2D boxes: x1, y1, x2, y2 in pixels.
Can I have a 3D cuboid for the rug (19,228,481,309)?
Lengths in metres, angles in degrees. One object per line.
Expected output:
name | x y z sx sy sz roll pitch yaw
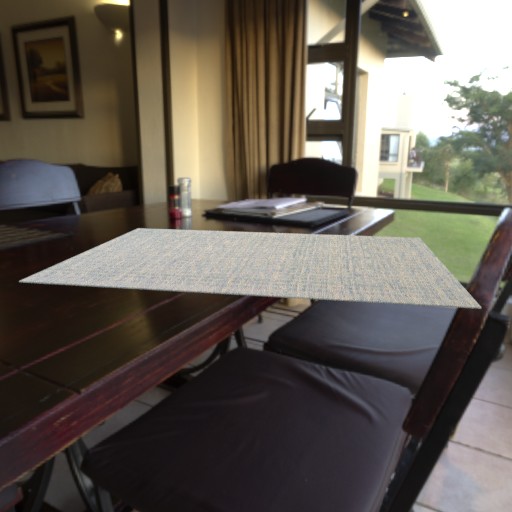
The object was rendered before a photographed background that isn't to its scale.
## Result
rug | 0.000 0.000 2.197 1.752 0.006 1.142 2 15 9
